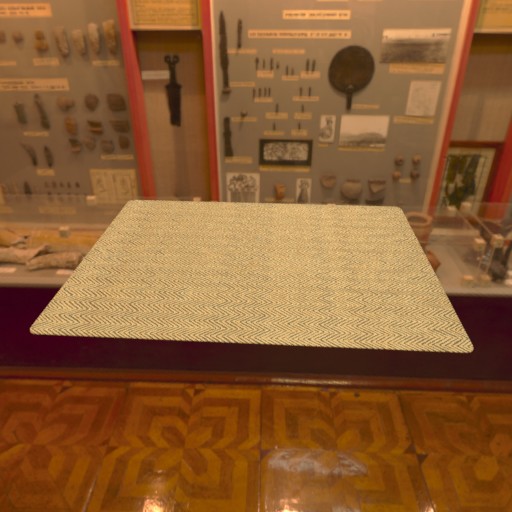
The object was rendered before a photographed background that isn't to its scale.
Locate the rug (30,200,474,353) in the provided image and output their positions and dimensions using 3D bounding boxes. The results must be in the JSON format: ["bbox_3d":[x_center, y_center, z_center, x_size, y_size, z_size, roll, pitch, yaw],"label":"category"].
[{"bbox_3d":[0.000,0.000,4.195,3.207,0.014,2.439,2,31,3],"label":"rug"}]
